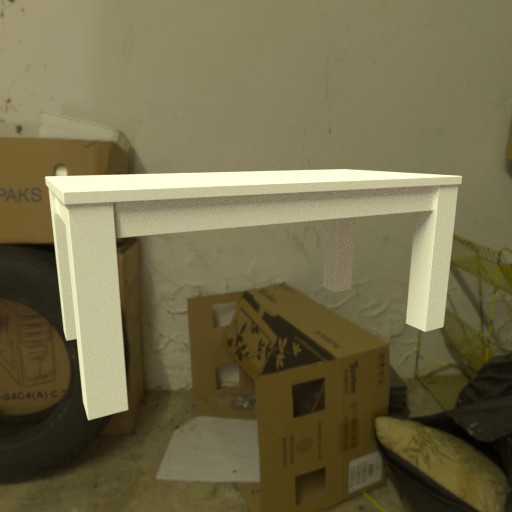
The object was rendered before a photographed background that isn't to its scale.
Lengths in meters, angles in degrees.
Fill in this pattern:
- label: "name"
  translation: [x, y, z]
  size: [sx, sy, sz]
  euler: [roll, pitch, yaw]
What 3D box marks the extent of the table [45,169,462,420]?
- label: "table"
  translation: [0.000, 0.000, 2.228]
  size: [1.800, 0.790, 0.900]
  euler: [-7, 15, -27]
